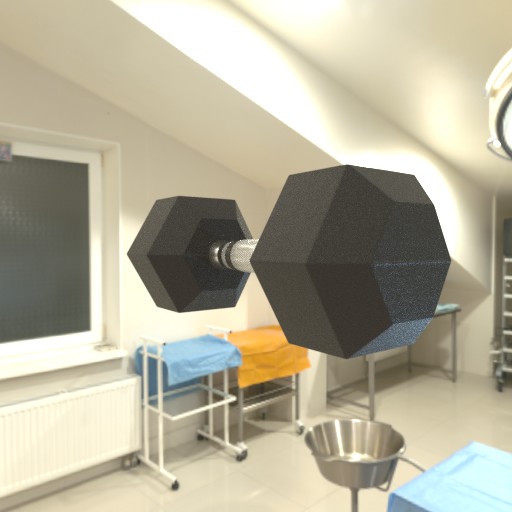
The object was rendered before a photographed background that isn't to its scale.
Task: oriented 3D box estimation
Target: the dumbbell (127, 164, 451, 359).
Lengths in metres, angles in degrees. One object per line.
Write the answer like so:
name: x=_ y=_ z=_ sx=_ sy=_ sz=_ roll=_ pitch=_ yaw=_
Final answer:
dumbbell: x=0.000 y=0.000 z=0.415 sx=0.142 sy=0.123 sz=0.337 roll=-1 pitch=2 yaw=-37
